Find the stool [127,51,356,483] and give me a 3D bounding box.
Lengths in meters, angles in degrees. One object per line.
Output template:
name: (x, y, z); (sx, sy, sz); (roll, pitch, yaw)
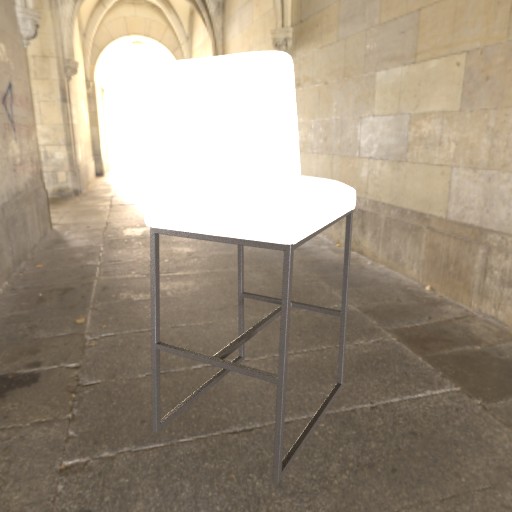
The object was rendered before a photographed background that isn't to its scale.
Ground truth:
stool: (0.000, 0.000, 1.368); (0.464, 1.061, 0.573); (8, 17, 28)
